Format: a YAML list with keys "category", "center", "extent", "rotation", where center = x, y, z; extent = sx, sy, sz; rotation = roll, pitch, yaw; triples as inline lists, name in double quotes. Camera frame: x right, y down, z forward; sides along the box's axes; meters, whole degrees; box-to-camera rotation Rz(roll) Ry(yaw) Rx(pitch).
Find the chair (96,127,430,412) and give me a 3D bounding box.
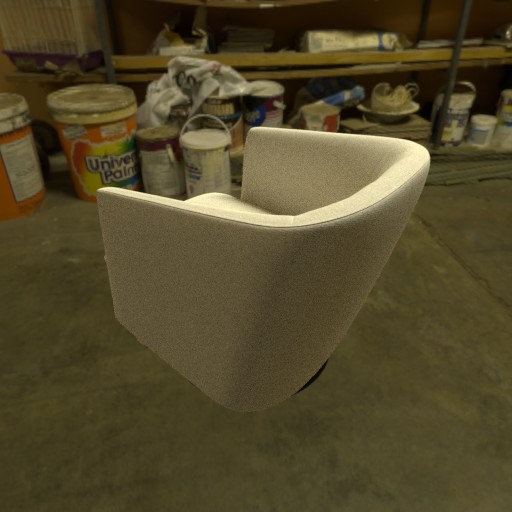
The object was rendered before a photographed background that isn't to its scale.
- category: "chair"
  center: [0.000, 0.000, 1.584]
  extent: [0.986, 0.861, 0.822]
  rotation: [22, 39, 30]
